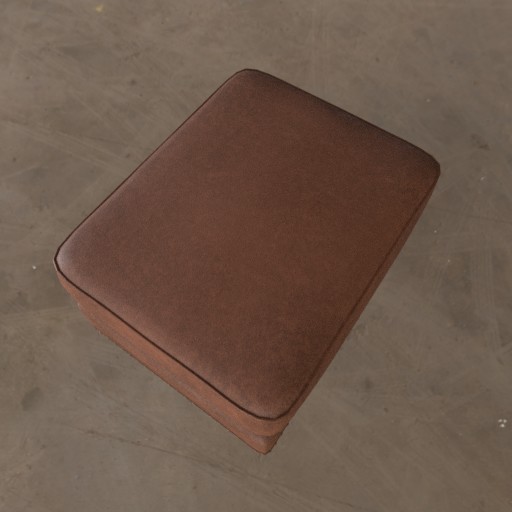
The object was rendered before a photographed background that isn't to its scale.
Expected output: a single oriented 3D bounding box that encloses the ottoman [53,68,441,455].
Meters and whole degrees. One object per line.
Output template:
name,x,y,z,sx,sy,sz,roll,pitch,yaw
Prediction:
ottoman,0.000,0.000,1.127,0.589,0.537,0.738,32,68,15
